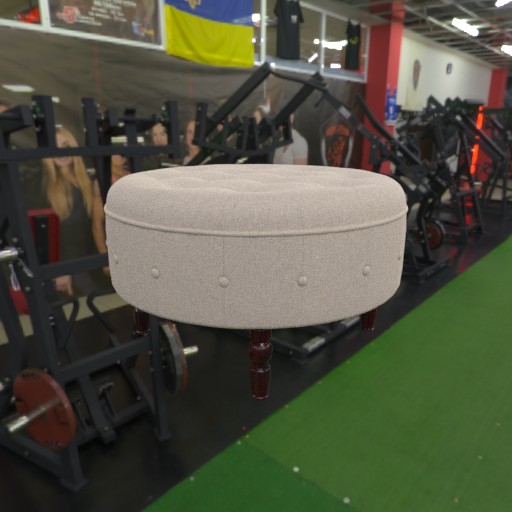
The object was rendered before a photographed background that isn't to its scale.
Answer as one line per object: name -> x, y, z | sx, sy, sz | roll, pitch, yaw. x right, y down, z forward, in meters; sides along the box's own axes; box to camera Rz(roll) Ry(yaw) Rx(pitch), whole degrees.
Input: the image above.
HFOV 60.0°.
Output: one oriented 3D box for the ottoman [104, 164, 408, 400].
ottoman -> 0.000, 0.000, 1.347 | 0.848, 0.494, 0.848 | 0, 16, 0
